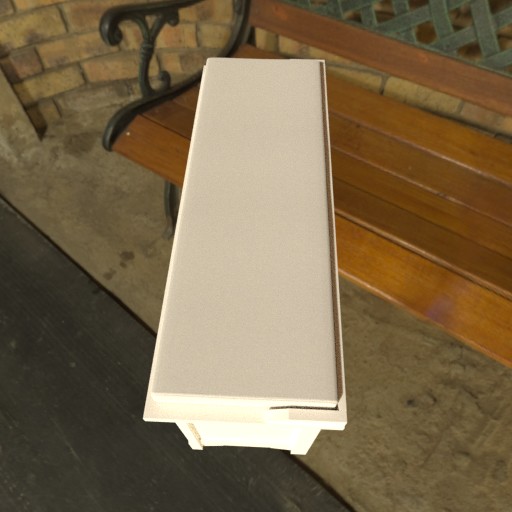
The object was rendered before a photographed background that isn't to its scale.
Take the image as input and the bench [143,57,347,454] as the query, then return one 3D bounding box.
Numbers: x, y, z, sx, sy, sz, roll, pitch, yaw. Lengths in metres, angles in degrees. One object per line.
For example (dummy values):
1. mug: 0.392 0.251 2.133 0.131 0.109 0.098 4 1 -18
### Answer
1. bench: 0.000 0.000 1.230 0.346 0.589 0.987 2 58 1
